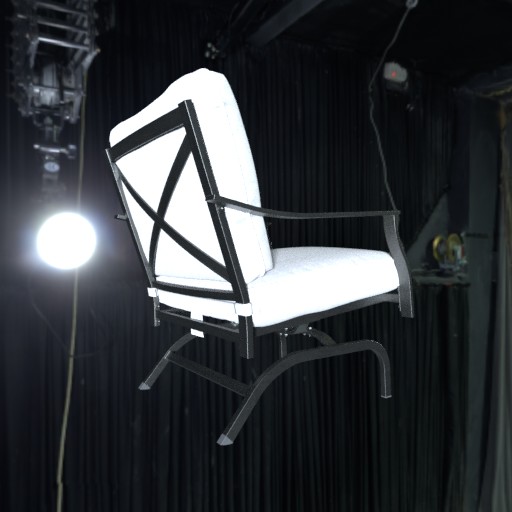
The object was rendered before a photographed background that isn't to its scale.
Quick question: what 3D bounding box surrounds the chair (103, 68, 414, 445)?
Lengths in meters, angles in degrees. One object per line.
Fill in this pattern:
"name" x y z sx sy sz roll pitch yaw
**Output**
"chair" 0.000 0.000 1.377 0.787 0.860 0.650 0 1 -35
